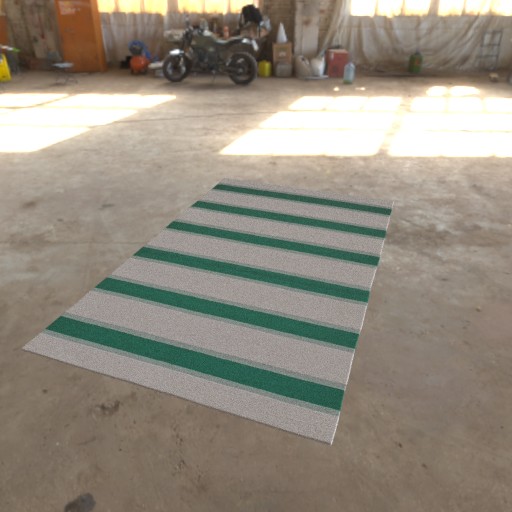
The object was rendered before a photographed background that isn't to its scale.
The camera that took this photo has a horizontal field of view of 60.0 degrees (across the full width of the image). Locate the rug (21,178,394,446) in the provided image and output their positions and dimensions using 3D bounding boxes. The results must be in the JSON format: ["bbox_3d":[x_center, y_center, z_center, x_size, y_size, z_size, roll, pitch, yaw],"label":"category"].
[{"bbox_3d":[0.000,0.000,2.890,1.521,0.015,2.436,11,32,17],"label":"rug"}]
